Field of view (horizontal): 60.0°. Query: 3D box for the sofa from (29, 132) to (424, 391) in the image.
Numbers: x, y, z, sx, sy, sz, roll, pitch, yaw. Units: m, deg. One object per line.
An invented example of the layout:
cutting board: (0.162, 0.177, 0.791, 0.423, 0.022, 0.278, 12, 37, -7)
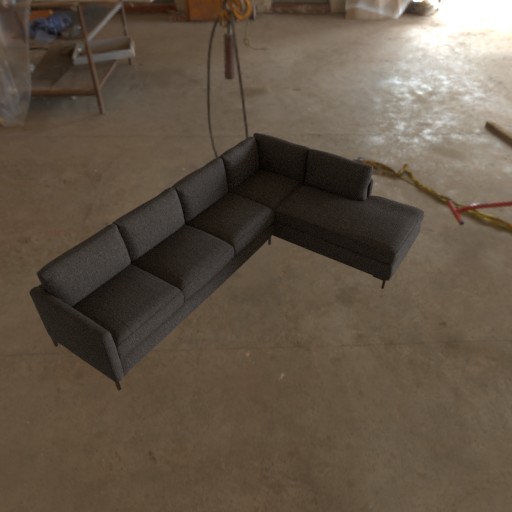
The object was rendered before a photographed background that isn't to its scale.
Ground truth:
sofa: (0.000, 0.000, 3.793, 2.007, 0.815, 2.949, 24, 45, 25)
